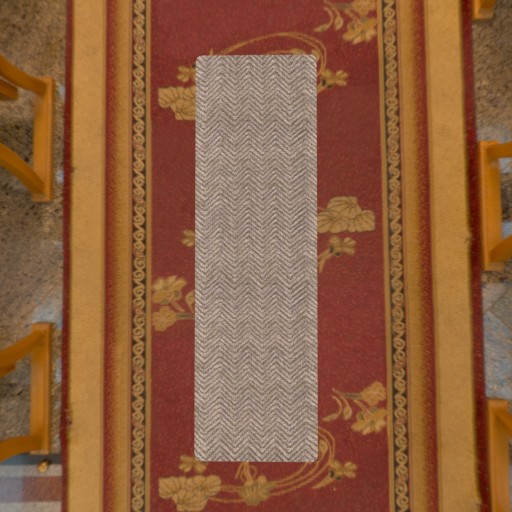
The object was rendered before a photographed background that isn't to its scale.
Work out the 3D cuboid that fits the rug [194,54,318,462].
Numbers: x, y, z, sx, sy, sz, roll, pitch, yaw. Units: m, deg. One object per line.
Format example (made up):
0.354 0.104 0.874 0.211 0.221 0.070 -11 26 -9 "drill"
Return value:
0.000 0.000 2.497 0.686 0.008 2.286 0 89 1 "rug"
